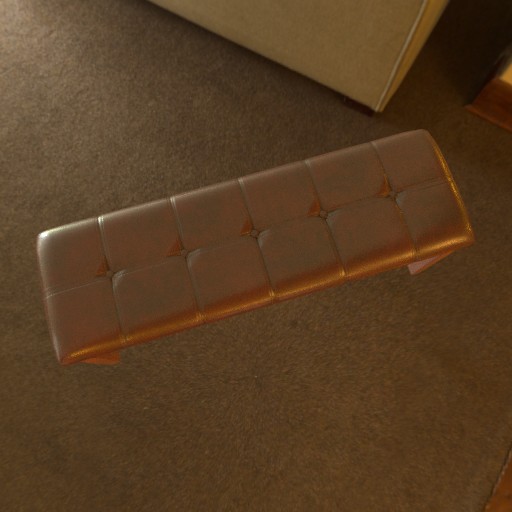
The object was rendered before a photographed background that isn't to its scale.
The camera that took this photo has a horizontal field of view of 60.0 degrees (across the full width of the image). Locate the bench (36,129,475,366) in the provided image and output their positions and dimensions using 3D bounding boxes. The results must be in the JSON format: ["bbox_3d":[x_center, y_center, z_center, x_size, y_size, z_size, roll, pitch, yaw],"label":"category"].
[{"bbox_3d":[0.000,0.000,1.496,1.259,0.491,0.401,-16,75,-4],"label":"bench"}]
